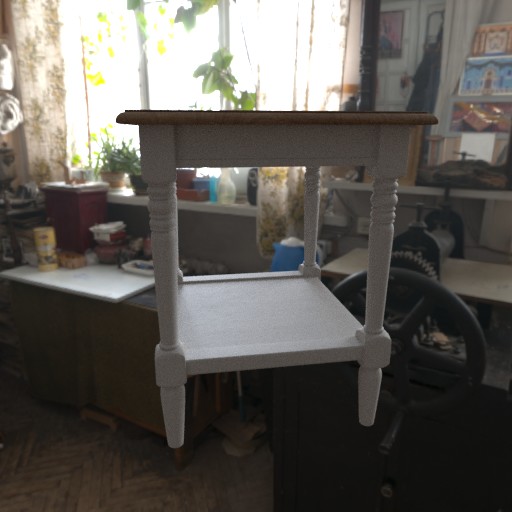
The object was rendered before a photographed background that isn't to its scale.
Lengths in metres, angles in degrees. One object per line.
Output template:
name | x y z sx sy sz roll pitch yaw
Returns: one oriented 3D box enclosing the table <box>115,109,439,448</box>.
table | 0.000 0.000 0.927 0.457 0.561 0.508 -3 16 -9
